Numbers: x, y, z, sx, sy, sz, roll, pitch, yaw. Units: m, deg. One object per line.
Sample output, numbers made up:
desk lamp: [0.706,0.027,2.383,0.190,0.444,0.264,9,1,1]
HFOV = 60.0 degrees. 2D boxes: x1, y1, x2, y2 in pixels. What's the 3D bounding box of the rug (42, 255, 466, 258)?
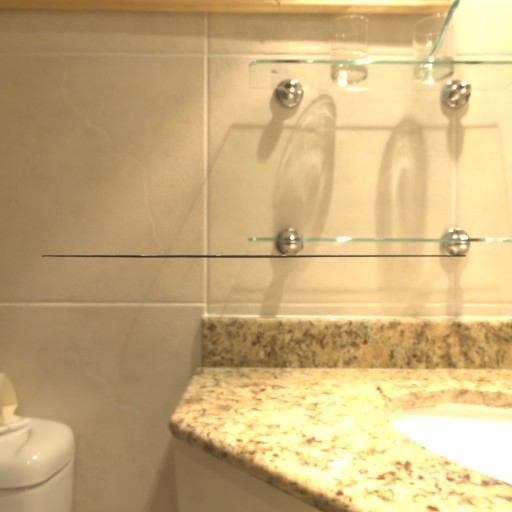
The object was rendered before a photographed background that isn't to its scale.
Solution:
rug: [0.000,0.000,4.307,3.342,0.018,2.432,0,0,-37]
